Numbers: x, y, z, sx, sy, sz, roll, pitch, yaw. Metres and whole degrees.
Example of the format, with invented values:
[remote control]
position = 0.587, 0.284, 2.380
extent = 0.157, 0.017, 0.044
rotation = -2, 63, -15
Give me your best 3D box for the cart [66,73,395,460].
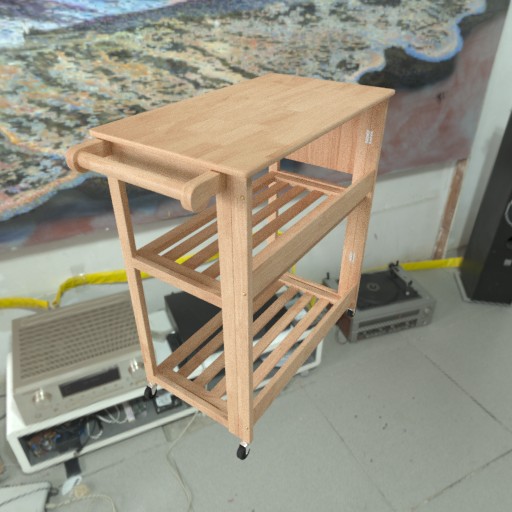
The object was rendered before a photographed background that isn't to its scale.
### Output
[cart]
position = 0.000, 0.000, 1.352
extent = 0.432, 0.879, 0.853
rotation = 21, 38, 28
